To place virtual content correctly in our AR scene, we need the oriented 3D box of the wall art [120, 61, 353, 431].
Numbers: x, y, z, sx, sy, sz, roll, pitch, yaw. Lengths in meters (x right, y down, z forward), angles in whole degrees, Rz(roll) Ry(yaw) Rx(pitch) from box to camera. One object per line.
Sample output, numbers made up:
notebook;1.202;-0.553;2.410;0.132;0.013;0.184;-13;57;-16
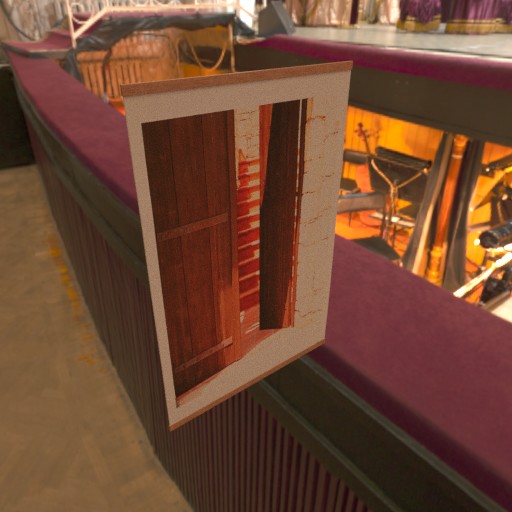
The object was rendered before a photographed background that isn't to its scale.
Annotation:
wall art;0.000;0.000;1.963;1.019;1.527;0.019;-21;36;-32
